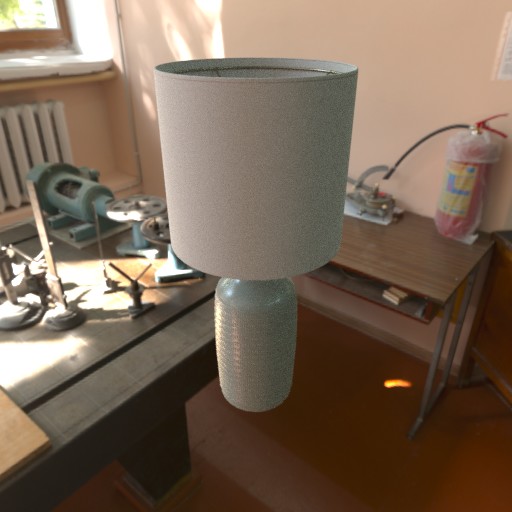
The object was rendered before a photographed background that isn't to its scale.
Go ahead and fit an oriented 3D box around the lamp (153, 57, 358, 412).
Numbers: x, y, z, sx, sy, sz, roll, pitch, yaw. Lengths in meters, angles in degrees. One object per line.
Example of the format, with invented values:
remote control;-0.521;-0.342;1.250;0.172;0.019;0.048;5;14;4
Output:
lamp;0.000;0.000;0.599;0.220;0.475;0.220;-8;29;-14
